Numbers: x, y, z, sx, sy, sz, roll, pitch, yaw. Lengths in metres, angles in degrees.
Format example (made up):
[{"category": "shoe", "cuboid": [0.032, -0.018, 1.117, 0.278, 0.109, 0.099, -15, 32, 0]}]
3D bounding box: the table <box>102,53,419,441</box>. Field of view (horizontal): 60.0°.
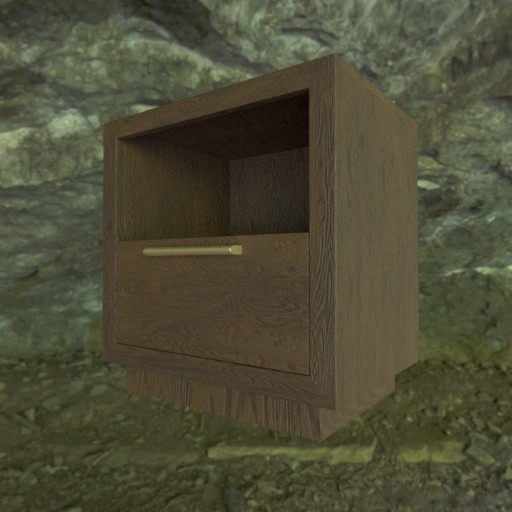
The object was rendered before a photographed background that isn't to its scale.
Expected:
[{"category": "table", "cuboid": [0.000, 0.000, 0.958, 0.560, 0.585, 0.439, -1, -1, 36]}]
